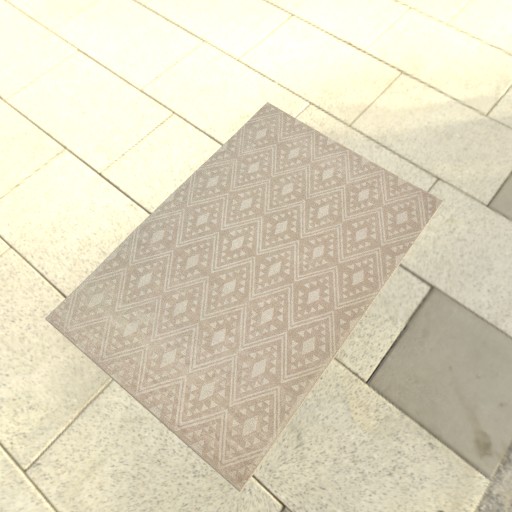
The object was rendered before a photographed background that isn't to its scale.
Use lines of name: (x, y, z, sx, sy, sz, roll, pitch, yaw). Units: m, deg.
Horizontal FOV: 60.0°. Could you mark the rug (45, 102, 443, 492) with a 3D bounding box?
rug: (0.000, 0.000, 2.348, 1.252, 0.034, 1.829, 35, 68, 16)
